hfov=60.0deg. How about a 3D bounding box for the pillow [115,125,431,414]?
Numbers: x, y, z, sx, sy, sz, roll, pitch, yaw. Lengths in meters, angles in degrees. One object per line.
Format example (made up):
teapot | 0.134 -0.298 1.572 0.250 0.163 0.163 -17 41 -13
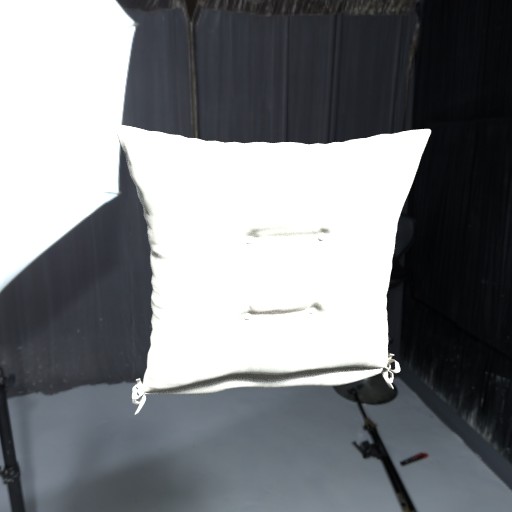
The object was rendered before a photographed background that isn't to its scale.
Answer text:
pillow | 0.000 0.000 0.984 0.541 0.536 0.585 -3 15 -10
